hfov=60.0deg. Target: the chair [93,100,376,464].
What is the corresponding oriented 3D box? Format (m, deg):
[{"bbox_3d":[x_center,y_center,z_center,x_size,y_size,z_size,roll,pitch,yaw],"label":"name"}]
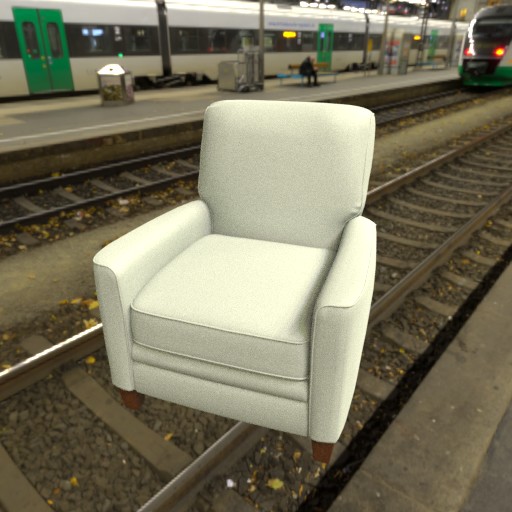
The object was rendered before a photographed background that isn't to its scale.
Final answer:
[{"bbox_3d":[0.000,0.000,1.626,0.853,1.007,0.846,8,27,17],"label":"chair"}]
